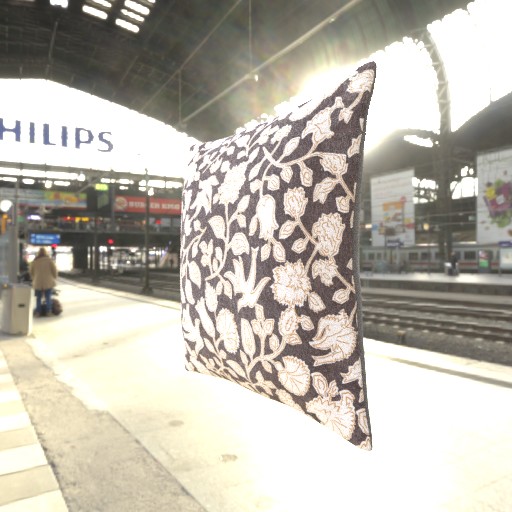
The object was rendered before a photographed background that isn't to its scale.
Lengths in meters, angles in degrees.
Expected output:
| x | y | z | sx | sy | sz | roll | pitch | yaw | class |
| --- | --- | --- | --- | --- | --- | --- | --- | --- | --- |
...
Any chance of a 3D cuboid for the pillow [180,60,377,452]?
| x | y | z | sx | sy | sz | roll | pitch | yaw | class |
| --- | --- | --- | --- | --- | --- | --- | --- | --- | --- |
| 0.000 | 0.000 | 0.785 | 0.166 | 0.507 | 0.526 | 0 | -1 | -35 | pillow |
